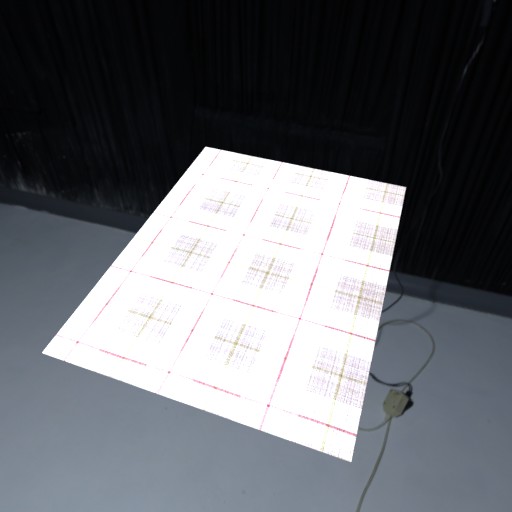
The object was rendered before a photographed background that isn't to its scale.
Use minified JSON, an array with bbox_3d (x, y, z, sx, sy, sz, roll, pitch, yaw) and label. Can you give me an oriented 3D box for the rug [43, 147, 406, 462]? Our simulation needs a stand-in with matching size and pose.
[{"bbox_3d":[0.000,0.000,3.997,2.317,0.016,2.959,14,48,14],"label":"rug"}]
